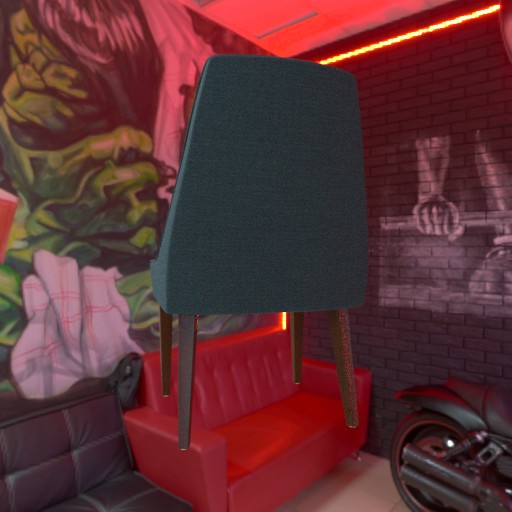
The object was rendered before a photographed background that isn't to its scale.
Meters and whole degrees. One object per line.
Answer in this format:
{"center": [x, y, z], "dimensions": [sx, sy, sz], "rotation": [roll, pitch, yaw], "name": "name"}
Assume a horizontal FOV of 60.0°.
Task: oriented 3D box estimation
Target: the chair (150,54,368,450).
{"center": [0.000, 0.000, 1.204], "dimensions": [0.529, 0.861, 0.544], "rotation": [0, 1, -17], "name": "chair"}
